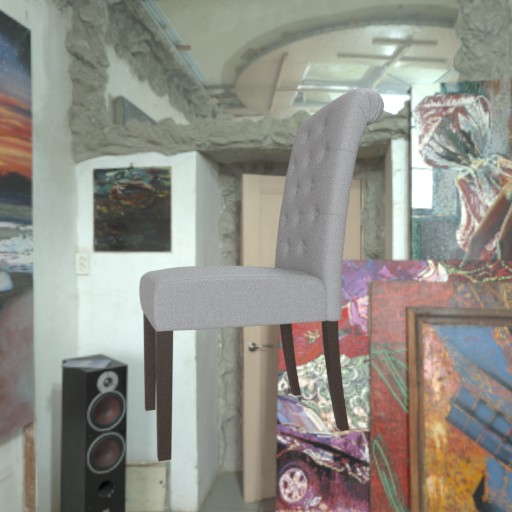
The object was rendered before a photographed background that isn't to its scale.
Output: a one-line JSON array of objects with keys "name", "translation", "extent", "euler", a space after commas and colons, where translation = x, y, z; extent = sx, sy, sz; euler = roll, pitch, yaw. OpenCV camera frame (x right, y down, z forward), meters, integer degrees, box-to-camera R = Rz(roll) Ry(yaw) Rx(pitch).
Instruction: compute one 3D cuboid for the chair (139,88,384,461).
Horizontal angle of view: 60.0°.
[{"name": "chair", "translation": [0.000, 0.000, 1.378], "extent": [0.671, 1.006, 0.456], "euler": [0, 0, -19]}]
